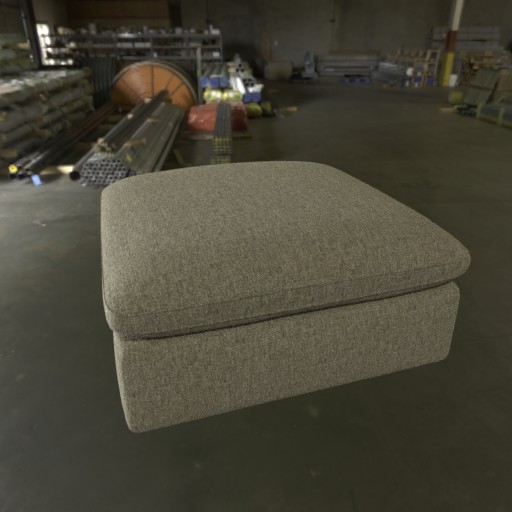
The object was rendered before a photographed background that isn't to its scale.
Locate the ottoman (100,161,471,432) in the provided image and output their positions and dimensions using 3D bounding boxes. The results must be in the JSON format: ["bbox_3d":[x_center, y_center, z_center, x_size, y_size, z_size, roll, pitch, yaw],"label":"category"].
[{"bbox_3d":[0.000,0.000,1.619,1.039,0.526,1.035,-8,28,-16],"label":"ottoman"}]
